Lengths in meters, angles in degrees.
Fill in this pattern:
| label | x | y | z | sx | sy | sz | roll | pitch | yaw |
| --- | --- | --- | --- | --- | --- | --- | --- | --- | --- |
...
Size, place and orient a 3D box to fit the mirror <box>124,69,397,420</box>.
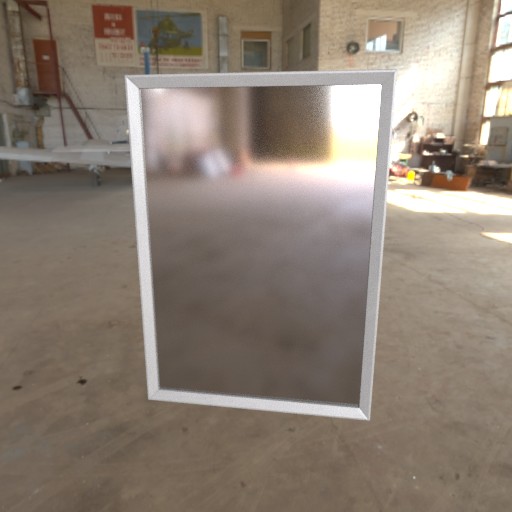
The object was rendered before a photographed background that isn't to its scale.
| label | x | y | z | sx | sy | sz | roll | pitch | yaw |
| --- | --- | --- | --- | --- | --- | --- | --- | --- | --- |
| mirror | 0.000 | 0.000 | 0.926 | 0.507 | 0.710 | 0.039 | 2 | 15 | 9 |
